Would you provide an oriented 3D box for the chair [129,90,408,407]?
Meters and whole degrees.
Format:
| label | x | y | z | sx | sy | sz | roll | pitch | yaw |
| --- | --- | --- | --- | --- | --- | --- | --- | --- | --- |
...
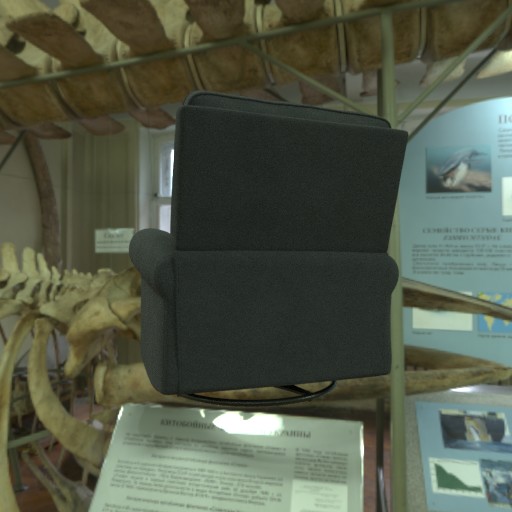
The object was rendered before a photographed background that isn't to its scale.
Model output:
| label | x | y | z | sx | sy | sz | roll | pitch | yaw |
| --- | --- | --- | --- | --- | --- | --- | --- | --- | --- |
| chair | 0.000 | 0.000 | 1.667 | 0.890 | 0.961 | 0.878 | 0 | -1 | -19 |
